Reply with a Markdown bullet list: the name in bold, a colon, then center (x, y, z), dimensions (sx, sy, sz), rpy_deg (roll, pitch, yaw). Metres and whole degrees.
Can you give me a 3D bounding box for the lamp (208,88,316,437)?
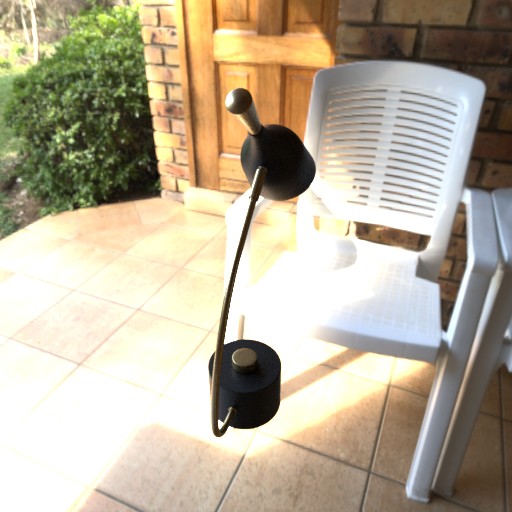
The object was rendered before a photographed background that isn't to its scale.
- **lamp**: center (0.000, 0.000, 0.616), dimensions (0.110, 0.464, 0.352), rpy_deg (9, 33, 15)
